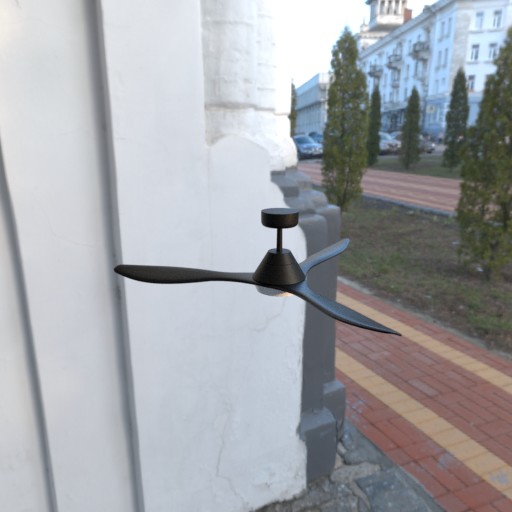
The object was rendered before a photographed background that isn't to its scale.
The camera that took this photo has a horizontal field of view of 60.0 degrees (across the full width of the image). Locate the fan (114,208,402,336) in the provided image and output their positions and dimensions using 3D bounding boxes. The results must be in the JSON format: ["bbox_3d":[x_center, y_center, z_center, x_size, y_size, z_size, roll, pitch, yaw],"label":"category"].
[{"bbox_3d":[0.000,0.000,1.603,1.067,0.305,1.067,-2,16,-8],"label":"fan"}]
